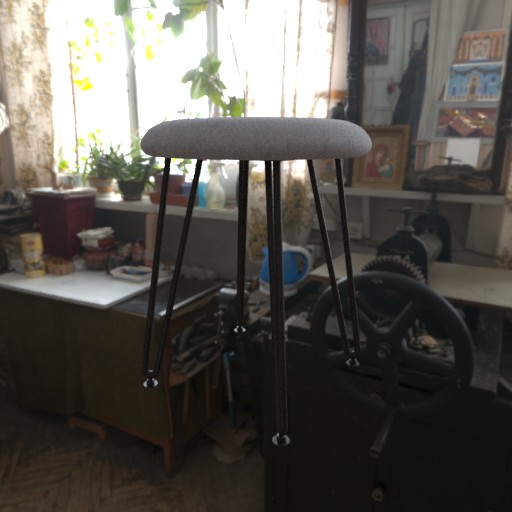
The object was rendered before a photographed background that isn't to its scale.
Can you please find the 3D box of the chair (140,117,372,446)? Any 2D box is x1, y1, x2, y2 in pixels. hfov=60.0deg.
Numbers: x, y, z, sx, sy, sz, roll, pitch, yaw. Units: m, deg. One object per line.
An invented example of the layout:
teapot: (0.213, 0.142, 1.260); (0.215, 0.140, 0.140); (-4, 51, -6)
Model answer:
chair: (0.000, 0.000, 0.651); (0.350, 0.386, 0.350); (-3, 16, -11)
